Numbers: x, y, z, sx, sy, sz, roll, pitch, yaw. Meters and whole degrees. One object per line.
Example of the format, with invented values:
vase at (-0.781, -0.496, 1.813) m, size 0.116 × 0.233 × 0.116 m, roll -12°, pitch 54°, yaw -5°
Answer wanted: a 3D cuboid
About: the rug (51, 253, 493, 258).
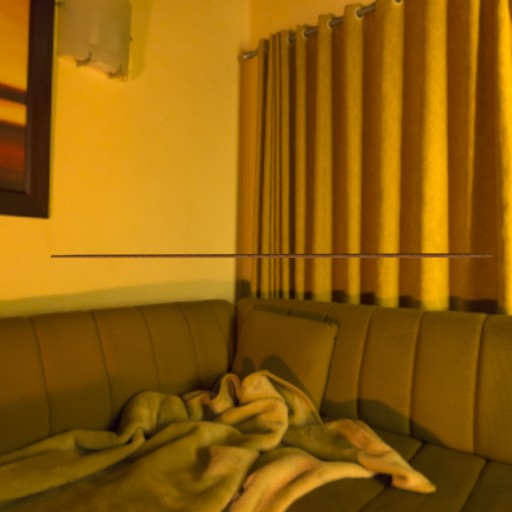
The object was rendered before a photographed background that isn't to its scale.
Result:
rug at (0.000, 0.000, 2.514) m, size 2.297 × 0.019 × 0.659 m, roll 0°, pitch 0°, yaw 18°
